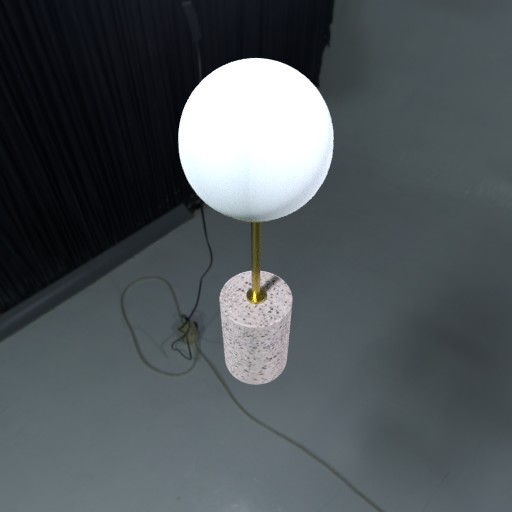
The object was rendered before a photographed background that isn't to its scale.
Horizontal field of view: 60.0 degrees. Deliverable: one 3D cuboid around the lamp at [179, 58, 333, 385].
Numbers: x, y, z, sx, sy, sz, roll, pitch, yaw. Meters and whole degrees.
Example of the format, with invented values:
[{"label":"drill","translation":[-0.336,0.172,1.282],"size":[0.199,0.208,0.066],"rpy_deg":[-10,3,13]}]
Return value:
[{"label":"lamp","translation":[0.000,0.000,0.561],"size":[0.153,0.480,0.153],"rpy_deg":[0,46,0]}]
